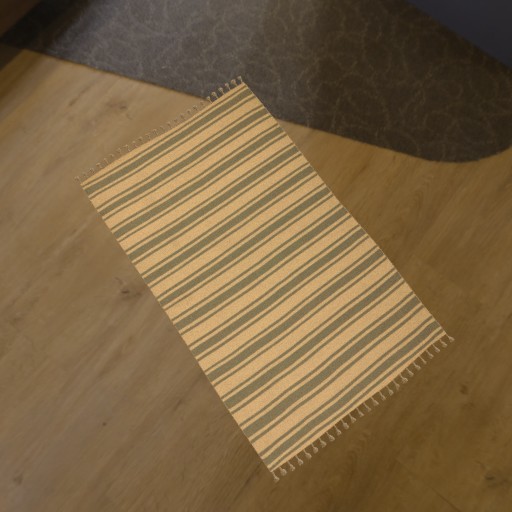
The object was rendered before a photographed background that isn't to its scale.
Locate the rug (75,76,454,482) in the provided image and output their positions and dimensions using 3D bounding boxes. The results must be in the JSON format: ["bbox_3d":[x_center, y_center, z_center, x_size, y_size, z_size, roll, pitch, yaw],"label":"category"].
[{"bbox_3d":[0.000,0.000,2.552,1.222,0.009,2.084,-35,78,-8],"label":"rug"}]
